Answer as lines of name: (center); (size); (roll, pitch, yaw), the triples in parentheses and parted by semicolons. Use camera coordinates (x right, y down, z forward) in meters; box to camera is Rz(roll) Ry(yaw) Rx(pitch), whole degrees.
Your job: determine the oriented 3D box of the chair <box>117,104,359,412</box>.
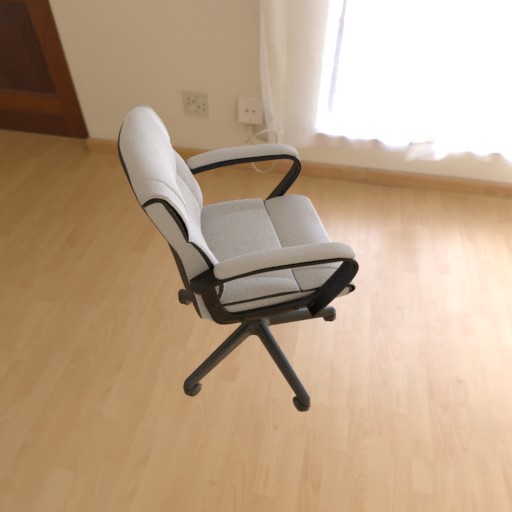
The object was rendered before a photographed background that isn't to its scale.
chair: (0.000, 0.000, 1.518); (0.717, 1.004, 0.739); (-10, 47, -9)
